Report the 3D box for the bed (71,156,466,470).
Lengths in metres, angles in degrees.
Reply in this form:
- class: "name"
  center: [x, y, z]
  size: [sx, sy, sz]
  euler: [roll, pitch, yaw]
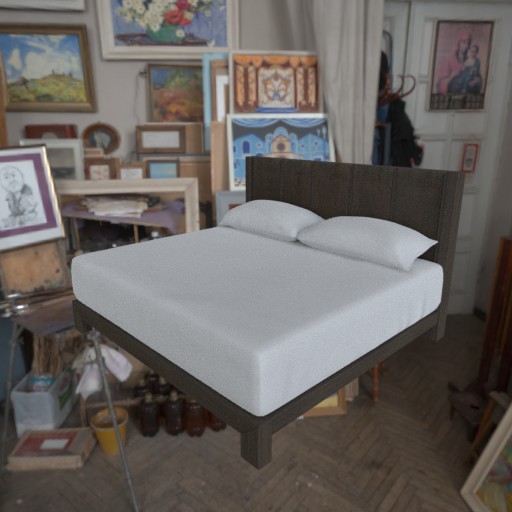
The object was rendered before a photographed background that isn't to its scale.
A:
- class: "bed"
  center: [0.000, 0.000, 3.340]
  size: [2.012, 1.270, 2.134]
  euler: [-16, 23, -42]
